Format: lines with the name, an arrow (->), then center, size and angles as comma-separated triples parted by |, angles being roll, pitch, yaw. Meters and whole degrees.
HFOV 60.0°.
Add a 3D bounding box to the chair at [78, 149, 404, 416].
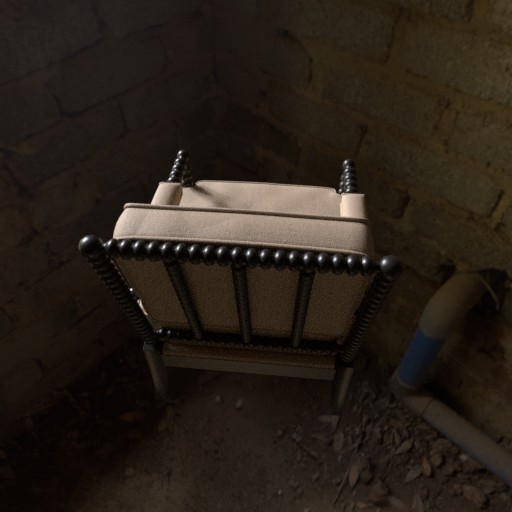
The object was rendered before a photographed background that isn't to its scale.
chair -> 0.000, 0.000, 1.162 | 0.555, 0.703, 0.657 | 4, 47, 4
